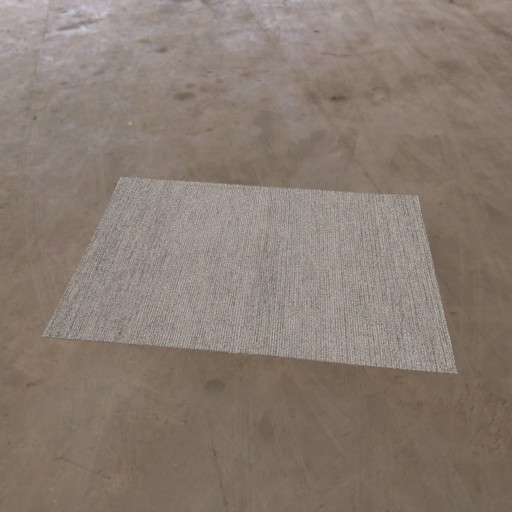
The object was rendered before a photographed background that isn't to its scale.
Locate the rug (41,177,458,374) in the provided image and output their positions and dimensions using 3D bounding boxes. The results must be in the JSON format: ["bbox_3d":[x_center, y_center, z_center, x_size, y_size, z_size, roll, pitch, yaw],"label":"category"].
[{"bbox_3d":[0.000,0.000,2.282,1.804,0.022,1.162,4,47,4],"label":"rug"}]
